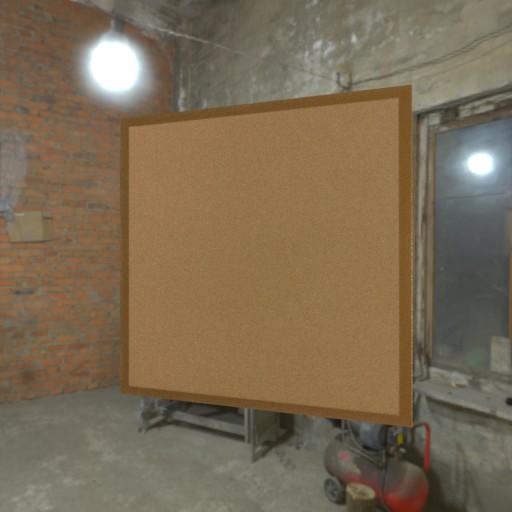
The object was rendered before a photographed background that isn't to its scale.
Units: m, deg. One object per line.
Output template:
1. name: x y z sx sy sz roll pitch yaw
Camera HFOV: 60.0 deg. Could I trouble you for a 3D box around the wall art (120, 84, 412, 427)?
1. wall art: 0.000 0.000 0.461 0.306 0.305 0.038 0 0 19
